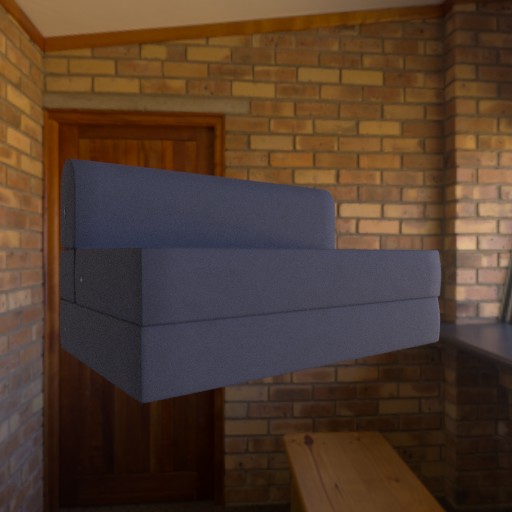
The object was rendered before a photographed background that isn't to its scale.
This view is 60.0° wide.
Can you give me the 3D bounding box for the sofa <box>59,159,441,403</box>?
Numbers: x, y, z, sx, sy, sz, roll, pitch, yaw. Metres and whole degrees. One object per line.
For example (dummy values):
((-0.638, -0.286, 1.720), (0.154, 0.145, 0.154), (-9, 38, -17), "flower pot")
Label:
((0.000, 0.000, 1.645), (1.219, 0.660, 0.762), (0, 0, -36), "sofa")
